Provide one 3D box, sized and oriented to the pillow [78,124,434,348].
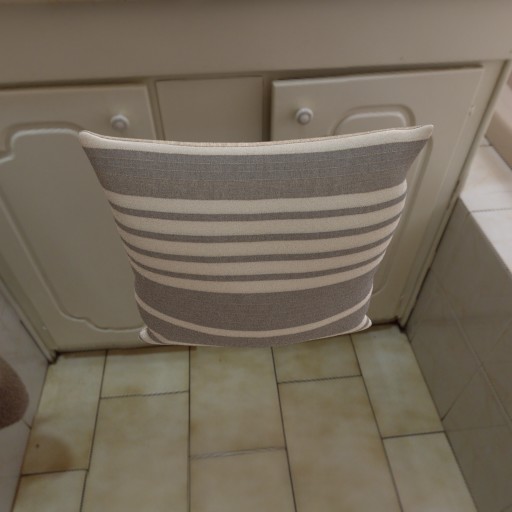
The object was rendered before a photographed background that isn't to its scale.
[{"bbox_3d":[0.000,0.000,0.681,0.439,0.440,0.182,-3,46,-3],"label":"pillow"}]
